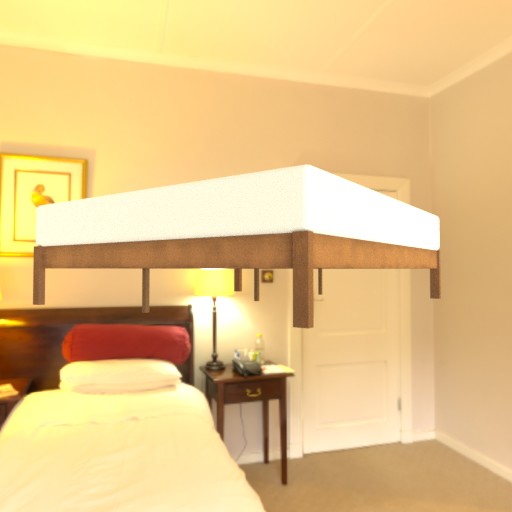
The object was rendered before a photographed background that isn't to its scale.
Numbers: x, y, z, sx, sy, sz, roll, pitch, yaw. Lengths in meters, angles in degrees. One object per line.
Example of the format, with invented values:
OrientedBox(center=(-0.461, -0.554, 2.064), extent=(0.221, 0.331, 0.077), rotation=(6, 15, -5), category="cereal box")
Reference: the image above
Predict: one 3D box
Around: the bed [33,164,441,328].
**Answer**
OrientedBox(center=(0.000, 0.000, 3.024), extent=(1.930, 0.616, 2.049), rotation=(-1, -2, 35), category="bed")
